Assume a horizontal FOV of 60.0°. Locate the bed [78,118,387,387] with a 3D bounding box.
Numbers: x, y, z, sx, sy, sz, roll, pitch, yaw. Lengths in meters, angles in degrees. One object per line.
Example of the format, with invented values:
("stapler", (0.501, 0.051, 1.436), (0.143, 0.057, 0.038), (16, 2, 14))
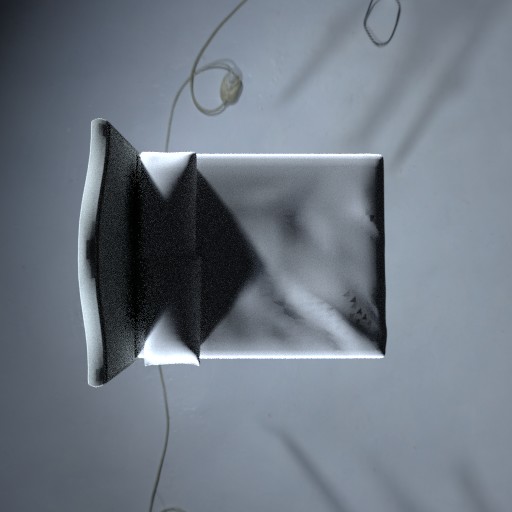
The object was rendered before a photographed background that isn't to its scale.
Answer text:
("bed", (0.000, 0.000, 3.461), (2.180, 1.607, 1.813), (0, 88, 0))
